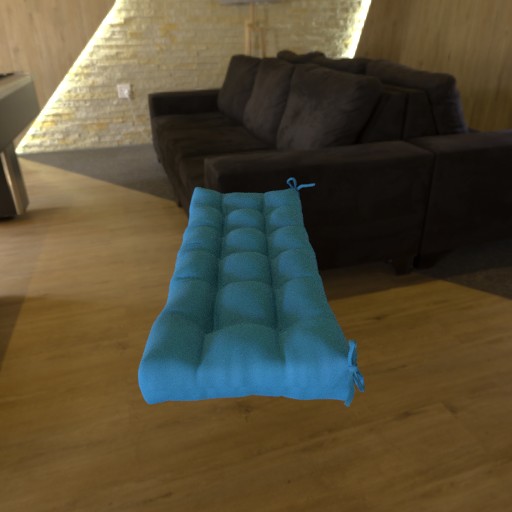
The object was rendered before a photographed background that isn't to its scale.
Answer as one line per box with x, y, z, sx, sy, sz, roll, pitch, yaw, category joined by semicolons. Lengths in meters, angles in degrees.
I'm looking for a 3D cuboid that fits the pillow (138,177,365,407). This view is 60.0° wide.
0.000;0.000;1.373;0.511;0.174;1.194;-1;27;-1;pillow
